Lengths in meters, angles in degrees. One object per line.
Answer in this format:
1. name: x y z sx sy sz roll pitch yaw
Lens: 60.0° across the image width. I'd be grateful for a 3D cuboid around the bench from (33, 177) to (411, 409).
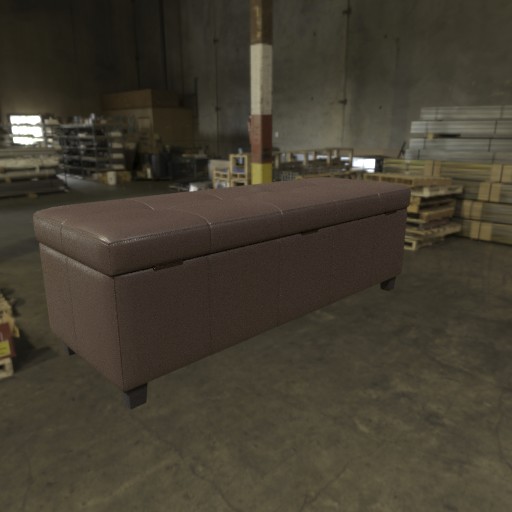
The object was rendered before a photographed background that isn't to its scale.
1. bench: 0.000 0.000 1.451 1.219 0.417 0.450 -15 21 -42
